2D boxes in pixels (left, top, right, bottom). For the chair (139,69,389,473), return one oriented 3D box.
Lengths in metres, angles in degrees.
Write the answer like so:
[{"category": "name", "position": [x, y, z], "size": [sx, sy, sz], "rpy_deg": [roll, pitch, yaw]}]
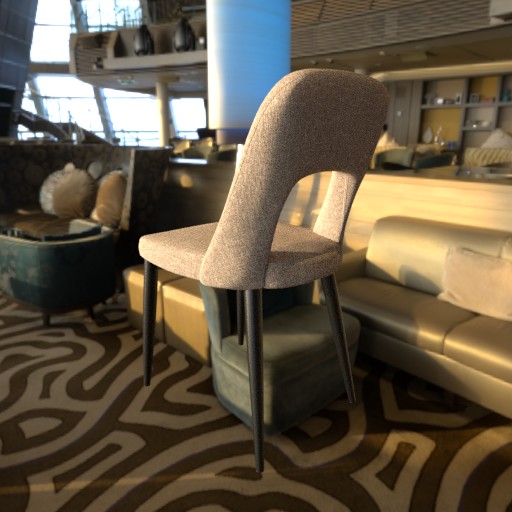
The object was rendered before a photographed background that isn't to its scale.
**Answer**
[{"category": "chair", "position": [0.000, 0.000, 1.263], "size": [0.470, 0.931, 0.612], "rpy_deg": [-15, 21, -42]}]
